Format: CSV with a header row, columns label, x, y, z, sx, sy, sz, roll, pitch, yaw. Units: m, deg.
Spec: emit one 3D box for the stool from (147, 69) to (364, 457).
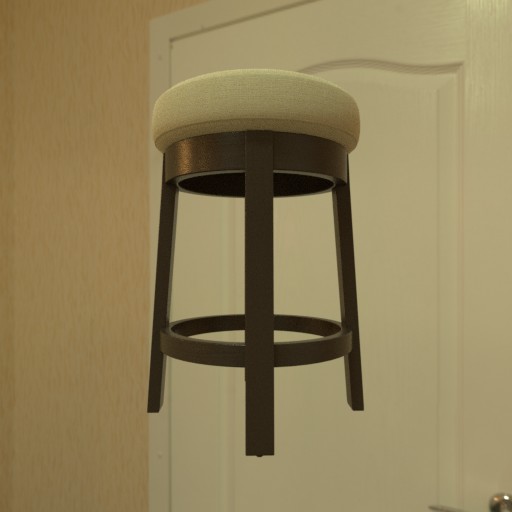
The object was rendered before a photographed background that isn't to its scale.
label,x,y,z,sx,sy,sz,roll,pitch,yaw
stool,0.000,0.000,0.938,0.449,0.655,0.449,0,0,0
